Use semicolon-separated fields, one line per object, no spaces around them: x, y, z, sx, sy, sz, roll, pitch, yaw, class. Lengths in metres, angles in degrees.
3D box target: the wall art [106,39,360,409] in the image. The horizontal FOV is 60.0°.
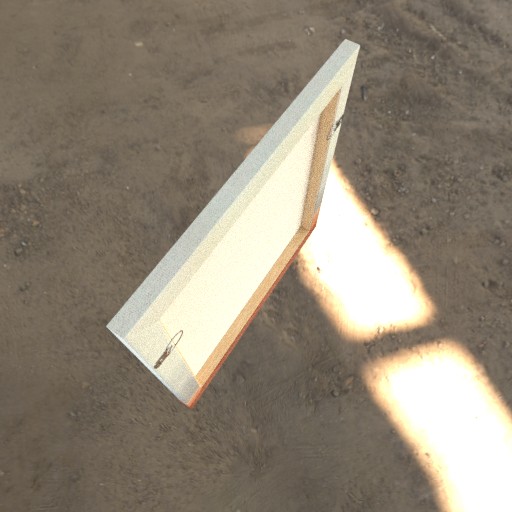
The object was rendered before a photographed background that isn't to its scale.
0.000;0.000;0.608;0.023;0.405;0.405;30;67;14;wall art
